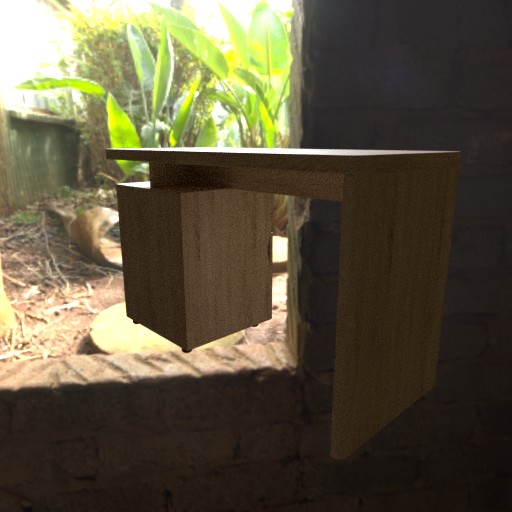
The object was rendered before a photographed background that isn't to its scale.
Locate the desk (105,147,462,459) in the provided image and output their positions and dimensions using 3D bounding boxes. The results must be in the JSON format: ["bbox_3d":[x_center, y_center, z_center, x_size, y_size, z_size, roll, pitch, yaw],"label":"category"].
[{"bbox_3d":[0.000,0.000,1.633,0.550,0.760,1.200,-13,20,-42],"label":"desk"}]
